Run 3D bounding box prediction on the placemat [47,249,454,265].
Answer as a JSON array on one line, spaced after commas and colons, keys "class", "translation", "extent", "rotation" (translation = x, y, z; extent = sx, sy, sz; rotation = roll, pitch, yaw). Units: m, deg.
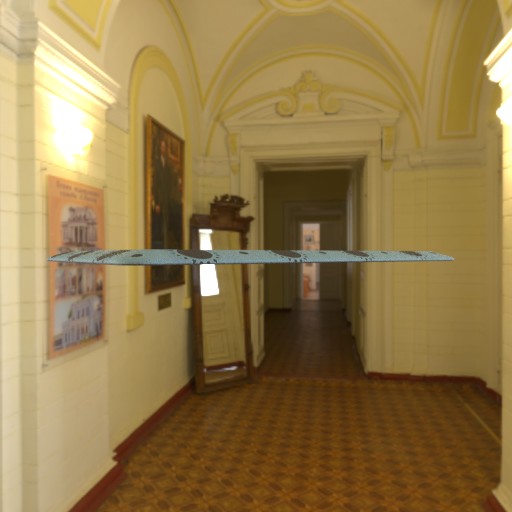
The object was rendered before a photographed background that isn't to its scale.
[{"class": "placemat", "translation": [0.000, 0.000, 0.970], "extent": [0.762, 0.021, 0.508], "rotation": [0, 0, -36]}]
